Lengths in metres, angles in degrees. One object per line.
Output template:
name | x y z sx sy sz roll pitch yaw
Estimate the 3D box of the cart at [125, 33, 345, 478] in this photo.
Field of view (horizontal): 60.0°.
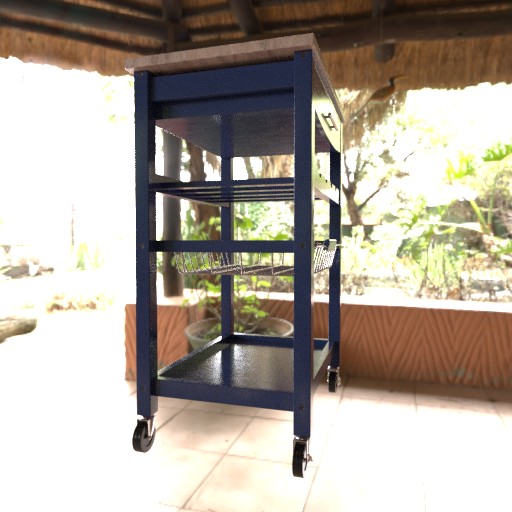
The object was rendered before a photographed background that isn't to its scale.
cart | 0.000 0.000 1.151 0.403 0.839 0.584 1 2 17
